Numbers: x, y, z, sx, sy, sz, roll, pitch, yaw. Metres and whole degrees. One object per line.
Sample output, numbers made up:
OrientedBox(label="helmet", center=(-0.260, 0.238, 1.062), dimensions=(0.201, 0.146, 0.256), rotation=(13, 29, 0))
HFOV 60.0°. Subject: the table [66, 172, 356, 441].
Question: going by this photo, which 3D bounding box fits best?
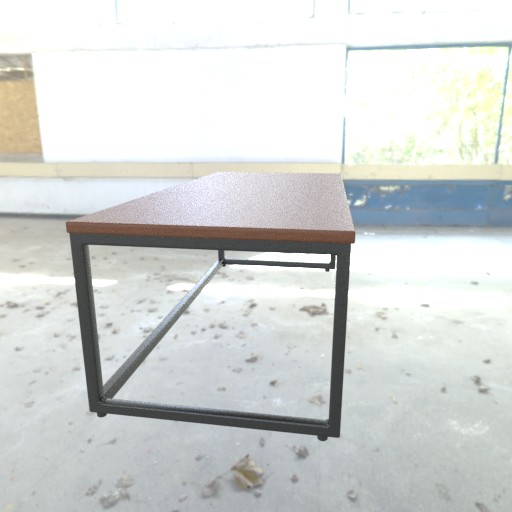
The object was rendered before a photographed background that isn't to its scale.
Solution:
OrientedBox(label="table", center=(0.000, 0.000, 1.316), dimensions=(0.500, 0.400, 1.100), rotation=(2, 16, 9))
